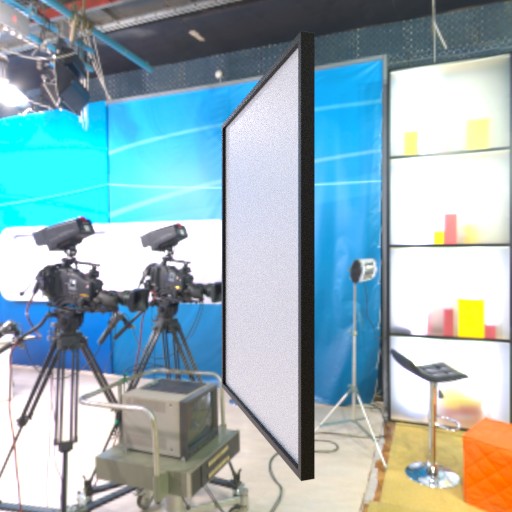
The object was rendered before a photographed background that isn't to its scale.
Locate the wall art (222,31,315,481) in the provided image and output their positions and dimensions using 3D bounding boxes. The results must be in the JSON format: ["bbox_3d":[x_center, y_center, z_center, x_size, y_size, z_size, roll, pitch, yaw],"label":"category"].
[{"bbox_3d":[0.000,0.000,1.440,0.036,1.070,0.802,0,0,-18],"label":"wall art"}]
